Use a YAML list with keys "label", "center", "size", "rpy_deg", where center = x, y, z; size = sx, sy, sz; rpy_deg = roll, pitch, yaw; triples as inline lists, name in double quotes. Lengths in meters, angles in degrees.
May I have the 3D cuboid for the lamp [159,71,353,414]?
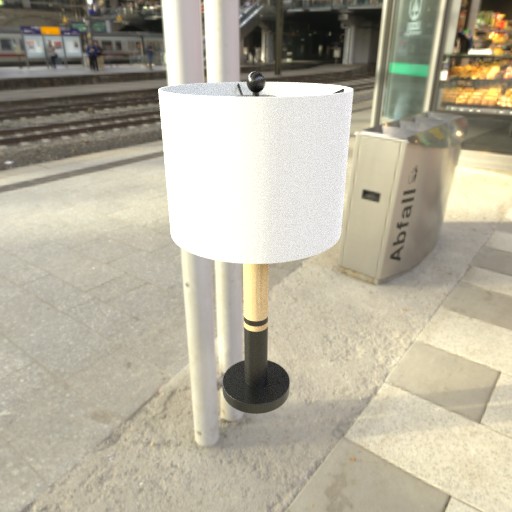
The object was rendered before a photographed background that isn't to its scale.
- label: "lamp"
  center: [0.000, 0.000, 0.831]
  size: [0.305, 0.640, 0.305]
  rpy_deg: [17, 30, 32]
